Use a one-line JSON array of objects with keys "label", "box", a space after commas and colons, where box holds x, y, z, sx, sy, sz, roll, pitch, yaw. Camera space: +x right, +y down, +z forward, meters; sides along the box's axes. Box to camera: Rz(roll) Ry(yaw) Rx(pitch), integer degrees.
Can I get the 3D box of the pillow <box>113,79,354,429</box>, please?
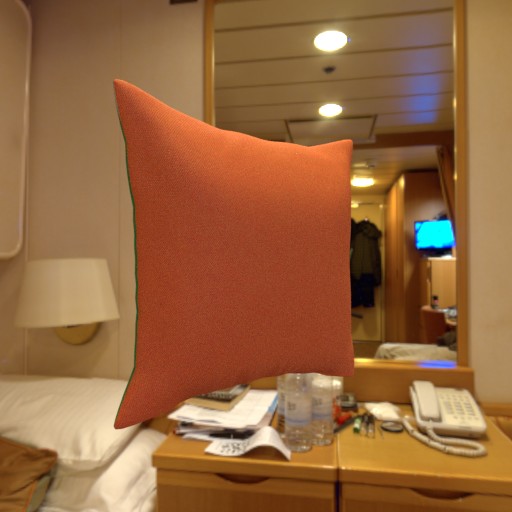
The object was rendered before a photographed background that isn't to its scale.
[{"label": "pillow", "box": [0.000, 0.000, 0.694, 0.453, 0.444, 0.169, 1, -1, -37]}]
